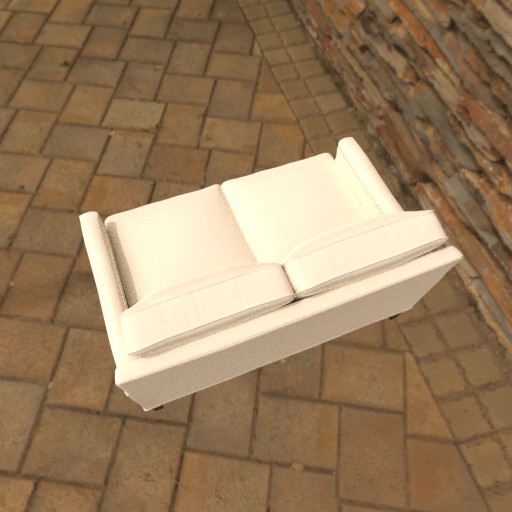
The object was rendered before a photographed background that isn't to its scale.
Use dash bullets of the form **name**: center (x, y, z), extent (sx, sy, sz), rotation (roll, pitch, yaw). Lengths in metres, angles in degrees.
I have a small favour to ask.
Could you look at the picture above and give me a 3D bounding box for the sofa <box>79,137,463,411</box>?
- **sofa**: center (0.000, 0.000, 2.301), extent (1.597, 1.003, 1.084), rotation (-18, 60, -11)
